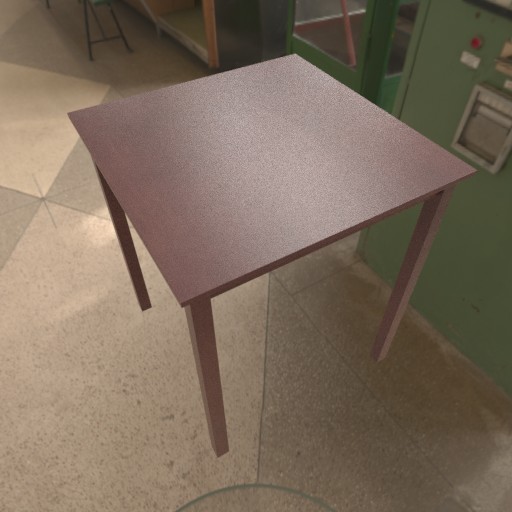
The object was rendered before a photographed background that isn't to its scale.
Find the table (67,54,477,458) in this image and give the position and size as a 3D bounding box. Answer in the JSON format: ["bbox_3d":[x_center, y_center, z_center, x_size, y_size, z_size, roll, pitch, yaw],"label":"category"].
[{"bbox_3d":[0.000,0.000,1.645,0.861,0.991,0.861,-24,51,-20],"label":"table"}]
